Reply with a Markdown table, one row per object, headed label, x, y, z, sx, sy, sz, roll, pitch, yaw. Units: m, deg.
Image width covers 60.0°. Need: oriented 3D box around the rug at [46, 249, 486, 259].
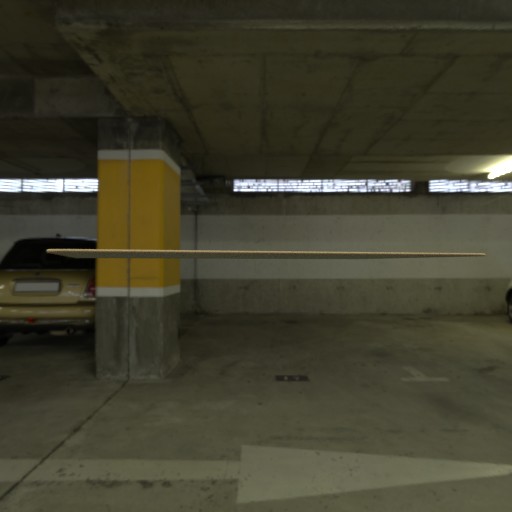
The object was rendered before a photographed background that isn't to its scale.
| label | x | y | z | sx | sy | sz | roll | pitch | yaw |
| --- | --- | --- | --- | --- | --- | --- | --- | --- | --- |
| rug | 0.000 | 0.000 | 2.083 | 1.667 | 0.013 | 1.062 | 0 | -1 | -18 |
